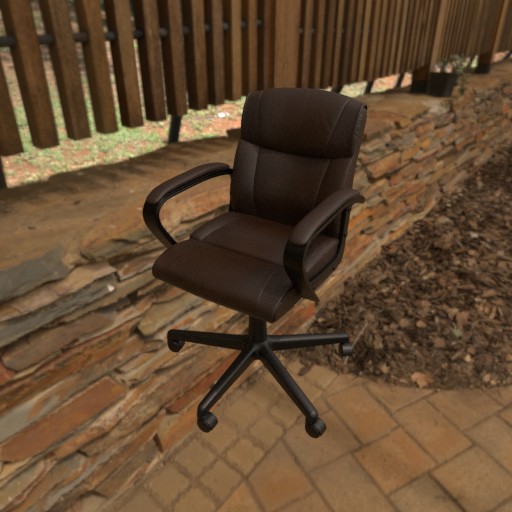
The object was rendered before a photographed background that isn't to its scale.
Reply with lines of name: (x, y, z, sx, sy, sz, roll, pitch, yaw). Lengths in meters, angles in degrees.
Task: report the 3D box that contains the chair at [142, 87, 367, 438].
chair: (0.000, 0.000, 1.512, 0.739, 1.004, 0.717, 18, 33, 29)
